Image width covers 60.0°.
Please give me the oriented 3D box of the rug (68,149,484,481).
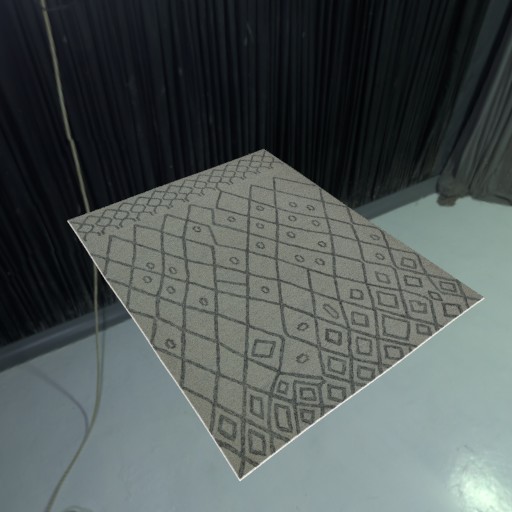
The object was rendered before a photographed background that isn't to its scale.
[{"bbox_3d":[0.000,0.000,4.027,2.446,0.015,3.046,-26,48,-26],"label":"rug"}]
